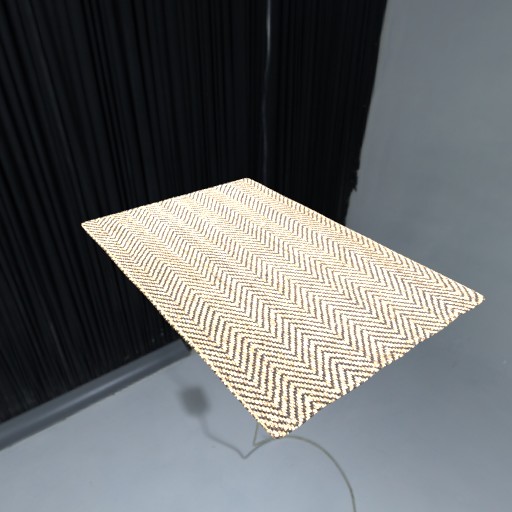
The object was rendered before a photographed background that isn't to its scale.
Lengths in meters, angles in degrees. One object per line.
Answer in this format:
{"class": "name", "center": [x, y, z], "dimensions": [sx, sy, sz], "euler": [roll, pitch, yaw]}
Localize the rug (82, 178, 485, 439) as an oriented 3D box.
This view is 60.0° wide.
{"class": "rug", "center": [0.000, 0.000, 2.293], "dimensions": [1.219, 0.008, 1.828], "euler": [-21, 37, -31]}
